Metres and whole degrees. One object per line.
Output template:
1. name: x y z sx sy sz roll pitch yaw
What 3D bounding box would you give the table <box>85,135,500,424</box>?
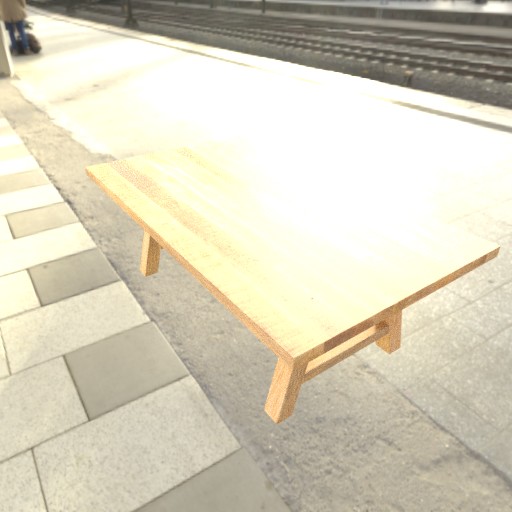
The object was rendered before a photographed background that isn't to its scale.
1. table: 0.000 0.000 1.643 0.760 0.455 1.320 -21 37 -30
